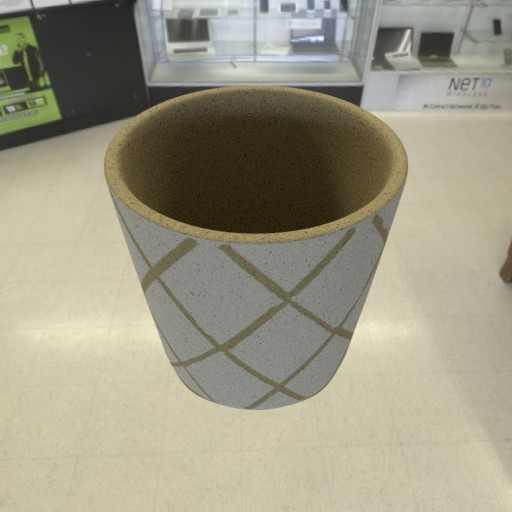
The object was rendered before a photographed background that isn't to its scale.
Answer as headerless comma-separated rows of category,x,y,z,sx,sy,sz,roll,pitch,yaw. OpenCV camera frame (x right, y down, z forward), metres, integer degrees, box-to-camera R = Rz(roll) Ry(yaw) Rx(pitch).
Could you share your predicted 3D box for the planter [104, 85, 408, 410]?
planter,0.000,0.000,0.420,0.228,0.235,0.228,0,43,0
